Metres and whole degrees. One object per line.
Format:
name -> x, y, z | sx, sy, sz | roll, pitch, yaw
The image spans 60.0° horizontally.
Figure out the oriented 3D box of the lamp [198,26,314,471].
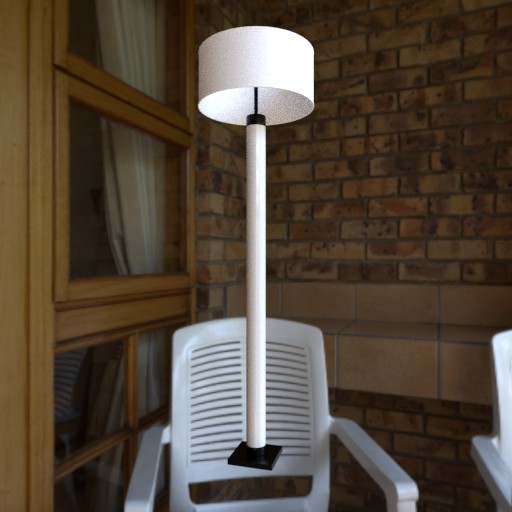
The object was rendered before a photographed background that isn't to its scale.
lamp -> 0.000, 0.000, 1.614 | 0.420, 1.475, 0.420 | 0, 0, 17
